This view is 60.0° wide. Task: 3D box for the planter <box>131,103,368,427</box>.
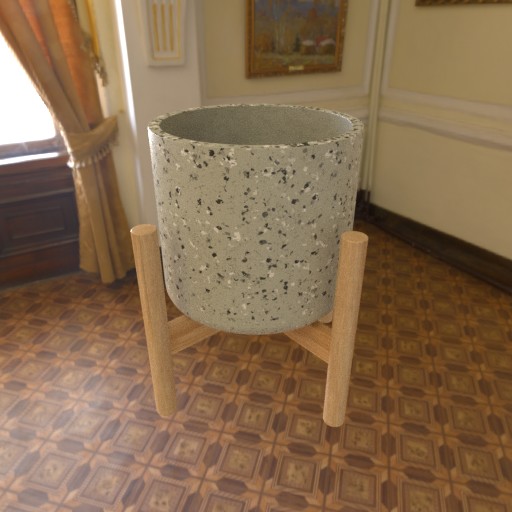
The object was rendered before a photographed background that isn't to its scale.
[{"bbox_3d":[0.000,0.000,0.540,0.284,0.320,0.284,-9,29,-16],"label":"planter"}]
